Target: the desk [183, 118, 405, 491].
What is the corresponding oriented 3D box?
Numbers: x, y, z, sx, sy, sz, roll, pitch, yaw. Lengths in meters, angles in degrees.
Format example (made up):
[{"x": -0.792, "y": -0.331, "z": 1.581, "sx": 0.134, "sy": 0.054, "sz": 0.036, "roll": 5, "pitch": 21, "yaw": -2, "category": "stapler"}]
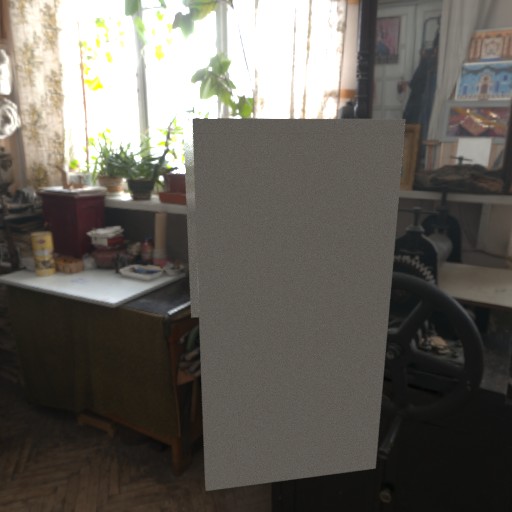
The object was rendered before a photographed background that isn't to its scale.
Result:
[{"x": 0.000, "y": 0.000, "z": 1.385, "sx": 0.400, "sy": 0.790, "sz": 1.000, "roll": -3, "pitch": 16, "yaw": -10, "category": "desk"}]
